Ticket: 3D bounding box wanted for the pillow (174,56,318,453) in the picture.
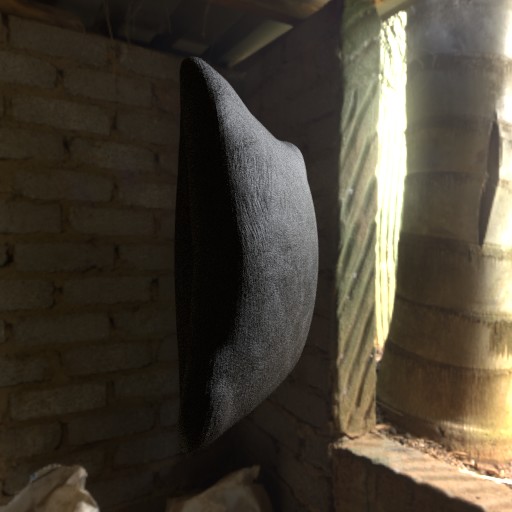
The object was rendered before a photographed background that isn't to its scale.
[{"bbox_3d":[0.000,0.000,0.812,0.210,0.523,0.533,0,0,18],"label":"pillow"}]
